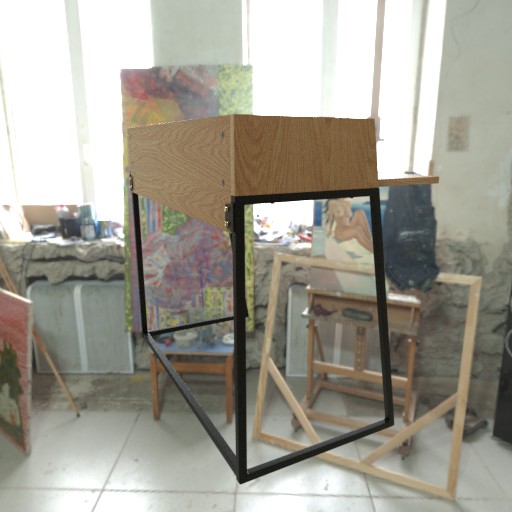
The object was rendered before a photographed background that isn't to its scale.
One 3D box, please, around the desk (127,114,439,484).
[{"bbox_3d":[0.000,0.000,1.872,0.769,1.061,1.191,-7,16,-27],"label":"desk"}]
